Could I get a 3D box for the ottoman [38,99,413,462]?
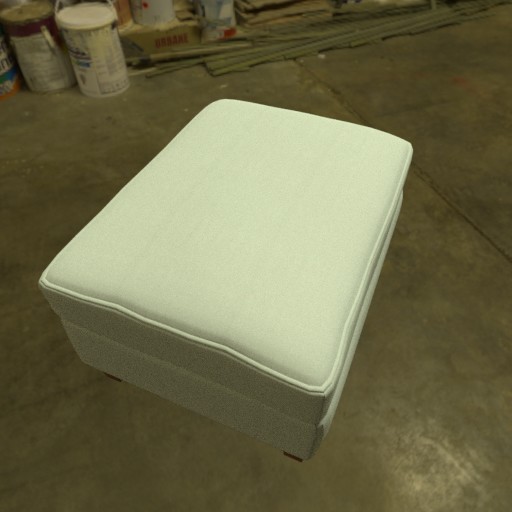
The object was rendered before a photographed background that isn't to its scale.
[{"bbox_3d":[0.000,0.000,1.182,0.634,0.496,0.818,18,50,16],"label":"ottoman"}]
